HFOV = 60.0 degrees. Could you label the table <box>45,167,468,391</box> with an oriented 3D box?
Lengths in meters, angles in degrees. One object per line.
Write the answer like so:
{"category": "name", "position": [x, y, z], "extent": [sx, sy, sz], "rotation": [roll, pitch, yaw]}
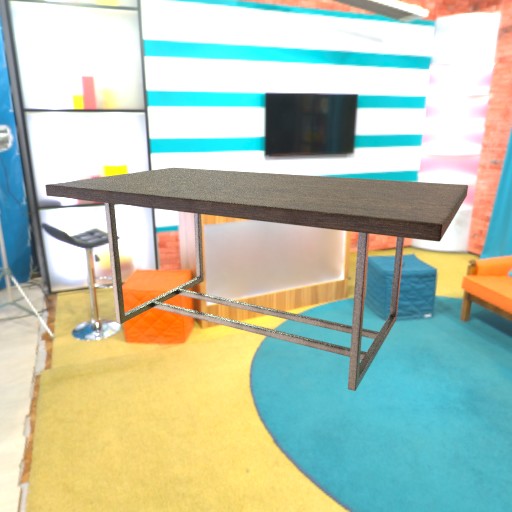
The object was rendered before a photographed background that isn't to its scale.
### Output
{"category": "table", "position": [0.000, 0.000, 2.481], "extent": [1.989, 0.795, 1.078], "rotation": [9, 19, 27]}
